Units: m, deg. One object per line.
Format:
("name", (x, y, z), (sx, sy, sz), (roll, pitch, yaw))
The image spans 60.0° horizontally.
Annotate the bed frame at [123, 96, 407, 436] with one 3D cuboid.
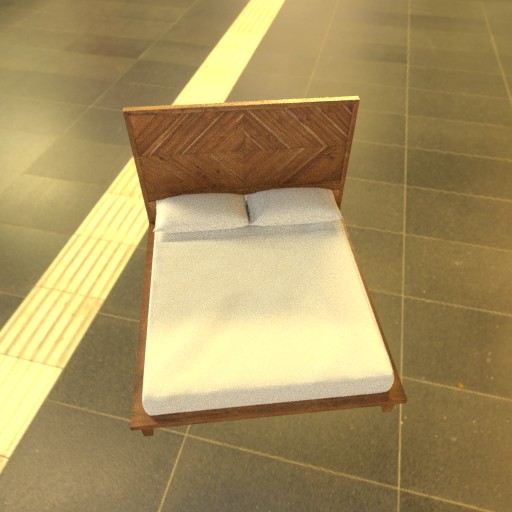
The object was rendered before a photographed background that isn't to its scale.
("bed frame", (0.000, 0.000, 3.630), (2.038, 1.537, 2.235), (-4, 47, -4))
